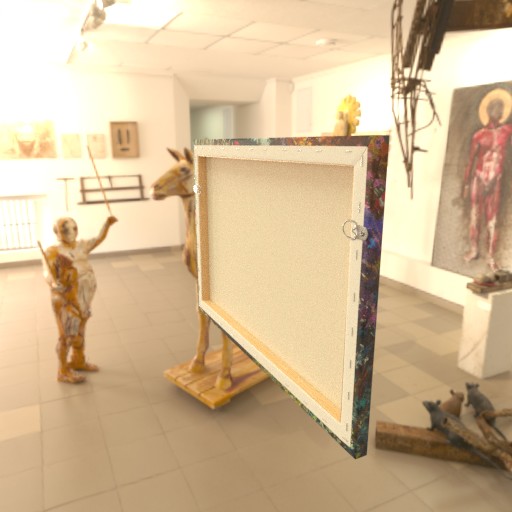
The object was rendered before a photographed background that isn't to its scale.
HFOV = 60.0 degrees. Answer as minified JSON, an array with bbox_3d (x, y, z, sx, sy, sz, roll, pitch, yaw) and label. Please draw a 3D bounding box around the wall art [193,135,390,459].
[{"bbox_3d":[0.000,0.000,1.481,0.042,0.760,1.136,-7,16,-26],"label":"wall art"}]
